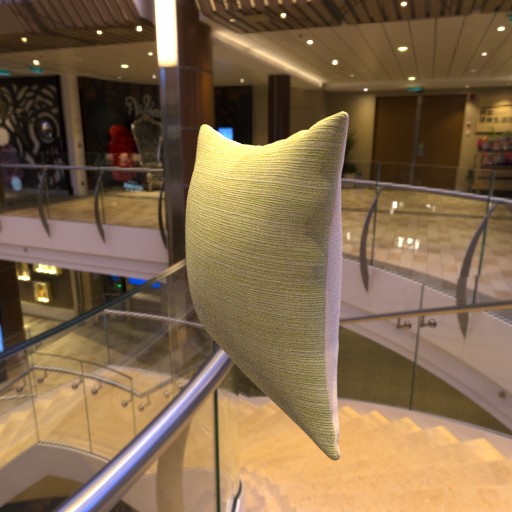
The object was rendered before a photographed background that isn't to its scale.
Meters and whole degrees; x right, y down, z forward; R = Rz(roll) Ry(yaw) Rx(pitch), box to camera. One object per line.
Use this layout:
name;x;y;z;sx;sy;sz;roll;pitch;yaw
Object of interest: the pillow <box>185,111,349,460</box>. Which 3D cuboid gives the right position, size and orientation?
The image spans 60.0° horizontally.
pillow;0.000;0.000;0.823;0.229;0.487;0.560;-7;17;-24
